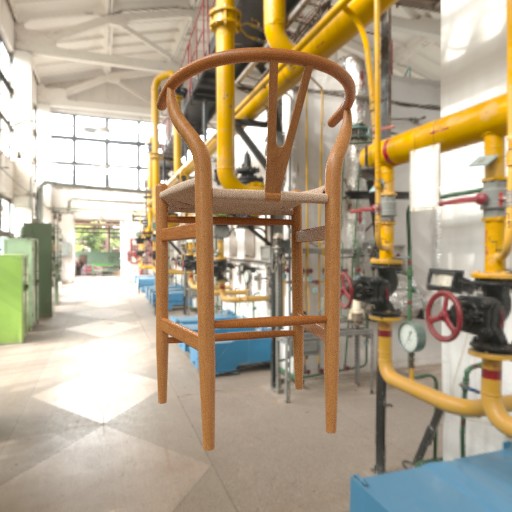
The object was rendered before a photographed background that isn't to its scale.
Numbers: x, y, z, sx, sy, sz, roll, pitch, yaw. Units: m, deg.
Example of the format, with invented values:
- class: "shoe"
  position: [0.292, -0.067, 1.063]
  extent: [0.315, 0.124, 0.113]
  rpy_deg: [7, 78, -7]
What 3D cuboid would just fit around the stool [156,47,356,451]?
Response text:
- class: "stool"
  position: [0.000, 0.000, 1.307]
  extent: [0.569, 0.970, 0.579]
  rpy_deg: [0, 0, -18]
